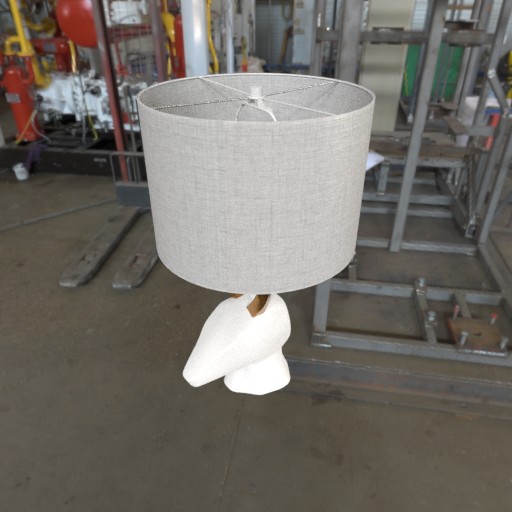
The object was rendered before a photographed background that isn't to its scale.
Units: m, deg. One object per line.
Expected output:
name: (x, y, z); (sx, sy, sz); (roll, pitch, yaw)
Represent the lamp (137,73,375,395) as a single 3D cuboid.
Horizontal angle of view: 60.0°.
lamp: (0.000, 0.000, 0.695); (0.298, 0.503, 0.298); (-20, 37, -30)
